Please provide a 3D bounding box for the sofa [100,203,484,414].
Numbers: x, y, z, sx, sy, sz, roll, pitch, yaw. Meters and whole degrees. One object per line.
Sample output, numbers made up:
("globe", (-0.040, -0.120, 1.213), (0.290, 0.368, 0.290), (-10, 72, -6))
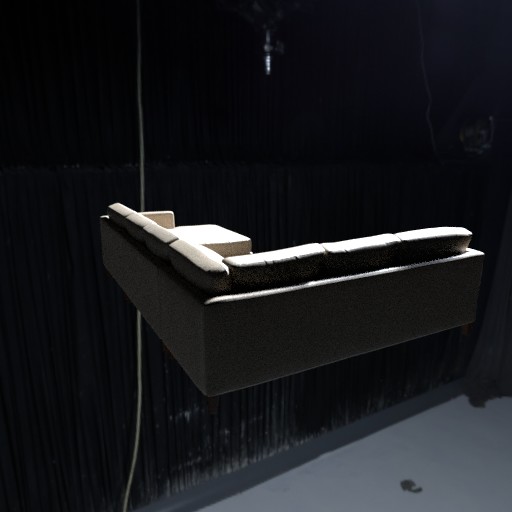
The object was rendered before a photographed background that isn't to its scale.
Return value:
("sofa", (0.000, 0.000, 4.665), (2.594, 0.961, 3.460), (-8, 17, -27))
